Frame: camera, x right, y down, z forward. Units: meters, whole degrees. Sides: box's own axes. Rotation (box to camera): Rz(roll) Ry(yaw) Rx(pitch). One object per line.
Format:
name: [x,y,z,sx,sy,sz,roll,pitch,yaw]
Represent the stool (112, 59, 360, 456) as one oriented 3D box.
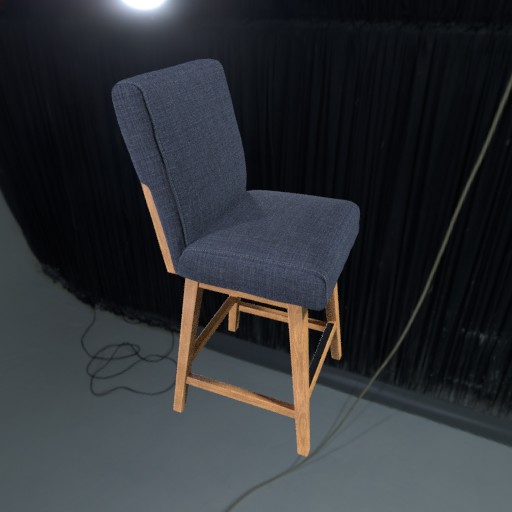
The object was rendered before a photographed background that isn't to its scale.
stool: [0.000,0.000,1.305,0.526,1.010,0.459,12,33,19]
